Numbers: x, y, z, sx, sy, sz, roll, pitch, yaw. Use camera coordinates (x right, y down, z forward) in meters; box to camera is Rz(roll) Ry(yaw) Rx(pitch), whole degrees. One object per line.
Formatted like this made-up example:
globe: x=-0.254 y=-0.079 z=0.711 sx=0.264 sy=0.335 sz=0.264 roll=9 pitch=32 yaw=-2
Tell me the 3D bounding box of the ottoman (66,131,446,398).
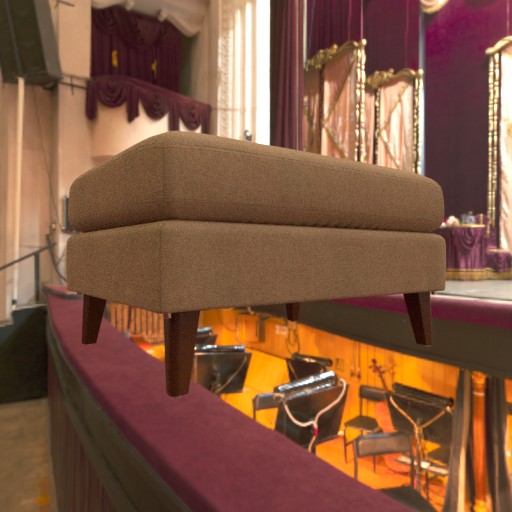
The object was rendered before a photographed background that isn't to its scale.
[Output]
ottoman: x=0.000 y=0.000 z=1.175 sx=0.823 sy=0.478 sz=0.610 roll=0 pitch=0 yaw=-36
